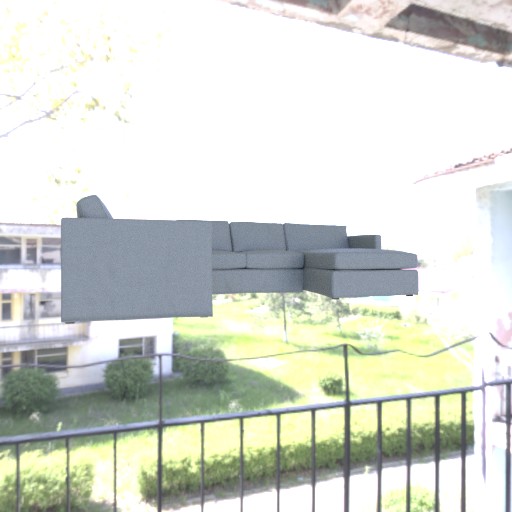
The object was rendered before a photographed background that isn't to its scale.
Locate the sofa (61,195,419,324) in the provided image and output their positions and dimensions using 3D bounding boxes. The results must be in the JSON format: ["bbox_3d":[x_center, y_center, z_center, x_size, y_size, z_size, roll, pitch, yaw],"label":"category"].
[{"bbox_3d":[0.000,0.000,4.546,3.460,0.882,2.427,0,0,-18],"label":"sofa"}]
